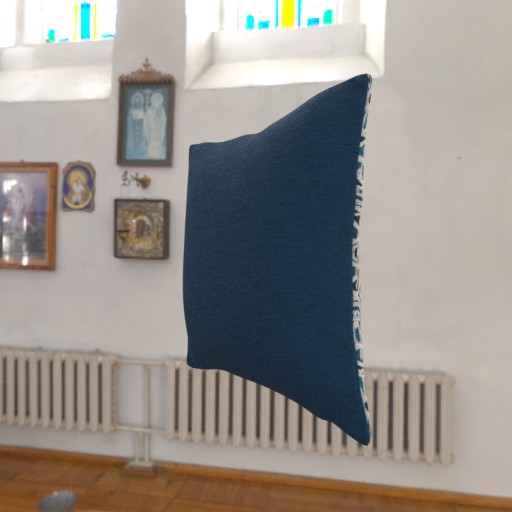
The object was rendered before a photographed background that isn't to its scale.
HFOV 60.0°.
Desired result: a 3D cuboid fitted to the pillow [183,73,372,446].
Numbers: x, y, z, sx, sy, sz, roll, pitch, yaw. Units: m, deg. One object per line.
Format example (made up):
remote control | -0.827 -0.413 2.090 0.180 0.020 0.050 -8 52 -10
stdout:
pillow | 0.000 0.000 0.668 0.145 0.420 0.440 0 0 -35
